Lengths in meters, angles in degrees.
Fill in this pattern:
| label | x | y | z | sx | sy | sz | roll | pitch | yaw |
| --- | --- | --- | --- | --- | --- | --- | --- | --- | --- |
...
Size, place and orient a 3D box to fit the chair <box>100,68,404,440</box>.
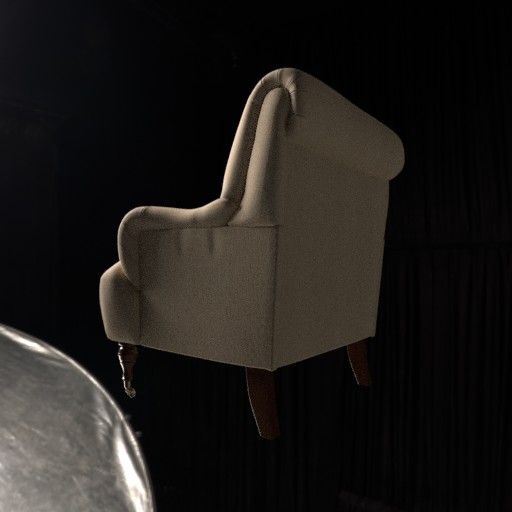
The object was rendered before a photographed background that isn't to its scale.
| label | x | y | z | sx | sy | sz | roll | pitch | yaw |
| --- | --- | --- | --- | --- | --- | --- | --- | --- | --- |
| chair | 0.000 | 0.000 | 1.563 | 0.842 | 0.944 | 0.766 | -1 | -1 | 37 |
